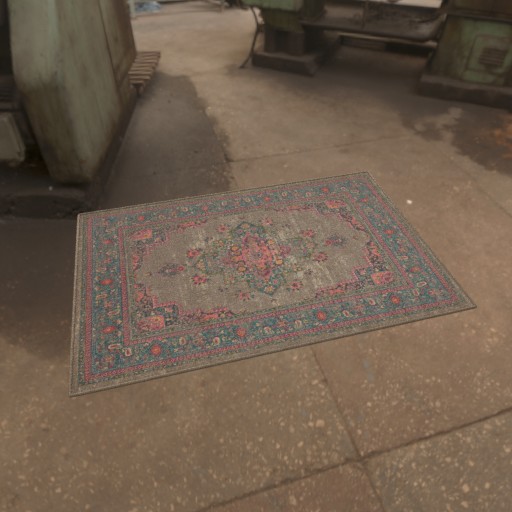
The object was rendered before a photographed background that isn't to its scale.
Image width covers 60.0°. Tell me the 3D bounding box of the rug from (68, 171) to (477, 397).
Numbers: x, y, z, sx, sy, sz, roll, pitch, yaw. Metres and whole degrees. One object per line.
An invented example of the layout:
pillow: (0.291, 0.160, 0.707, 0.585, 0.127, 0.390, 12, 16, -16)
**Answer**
rug: (0.000, 0.000, 2.216, 1.748, 0.014, 1.144, -10, 44, -10)
